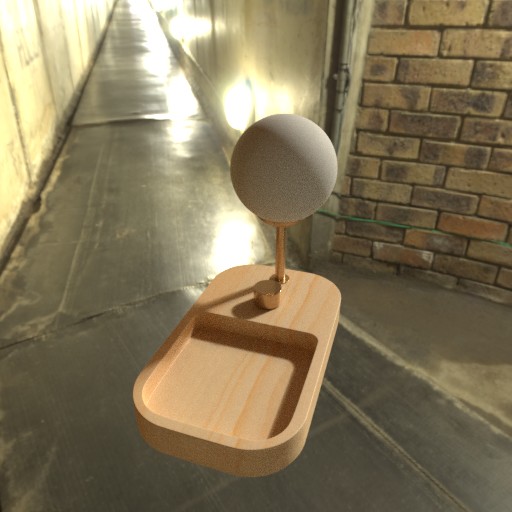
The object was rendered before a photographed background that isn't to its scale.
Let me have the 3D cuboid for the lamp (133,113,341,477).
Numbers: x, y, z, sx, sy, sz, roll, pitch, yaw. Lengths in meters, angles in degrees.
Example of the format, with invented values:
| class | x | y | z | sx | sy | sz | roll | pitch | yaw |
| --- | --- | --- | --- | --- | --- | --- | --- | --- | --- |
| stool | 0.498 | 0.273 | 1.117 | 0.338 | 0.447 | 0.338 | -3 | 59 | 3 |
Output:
| class | x | y | z | sx | sy | sz | roll | pitch | yaw |
| --- | --- | --- | --- | --- | --- | --- | --- | --- | --- |
| lamp | 0.000 | 0.000 | 0.471 | 0.173 | 0.253 | 0.331 | 9 | 30 | 16 |
